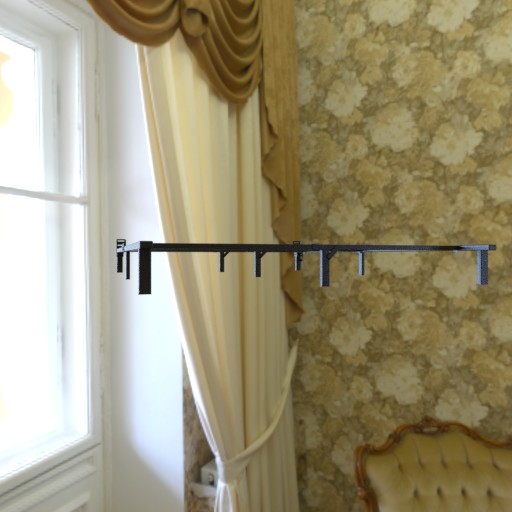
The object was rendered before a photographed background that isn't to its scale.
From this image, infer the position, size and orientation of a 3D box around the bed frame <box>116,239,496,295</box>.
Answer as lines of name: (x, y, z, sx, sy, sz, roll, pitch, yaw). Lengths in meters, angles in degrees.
bed frame: (0.000, 0.000, 2.591, 1.498, 0.248, 1.990, 0, 0, -19)
